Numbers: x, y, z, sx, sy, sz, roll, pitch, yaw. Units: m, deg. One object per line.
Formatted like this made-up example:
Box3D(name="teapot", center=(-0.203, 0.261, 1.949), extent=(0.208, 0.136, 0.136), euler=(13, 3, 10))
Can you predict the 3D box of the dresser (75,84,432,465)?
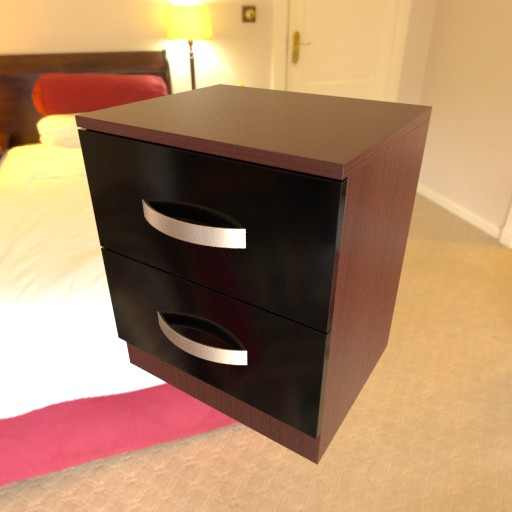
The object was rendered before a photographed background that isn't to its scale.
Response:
Box3D(name="dresser", center=(0.000, 0.000, 0.746), extent=(0.400, 0.470, 0.360), euler=(18, 34, 28))
